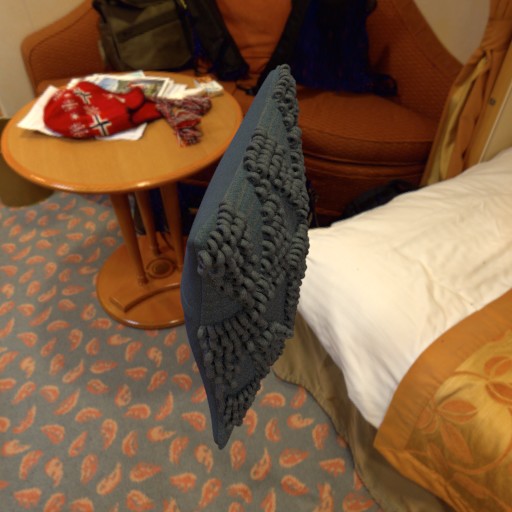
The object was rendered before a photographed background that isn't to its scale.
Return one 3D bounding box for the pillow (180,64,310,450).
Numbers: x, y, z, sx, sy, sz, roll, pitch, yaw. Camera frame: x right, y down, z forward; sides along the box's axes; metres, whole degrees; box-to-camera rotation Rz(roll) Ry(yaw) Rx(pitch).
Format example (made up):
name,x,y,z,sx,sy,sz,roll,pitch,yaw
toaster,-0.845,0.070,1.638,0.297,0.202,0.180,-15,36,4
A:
name,x,y,z,sx,sy,sz,roll,pitch,yaw
pillow,0.000,0.000,0.735,0.172,0.466,0.469,9,46,9
